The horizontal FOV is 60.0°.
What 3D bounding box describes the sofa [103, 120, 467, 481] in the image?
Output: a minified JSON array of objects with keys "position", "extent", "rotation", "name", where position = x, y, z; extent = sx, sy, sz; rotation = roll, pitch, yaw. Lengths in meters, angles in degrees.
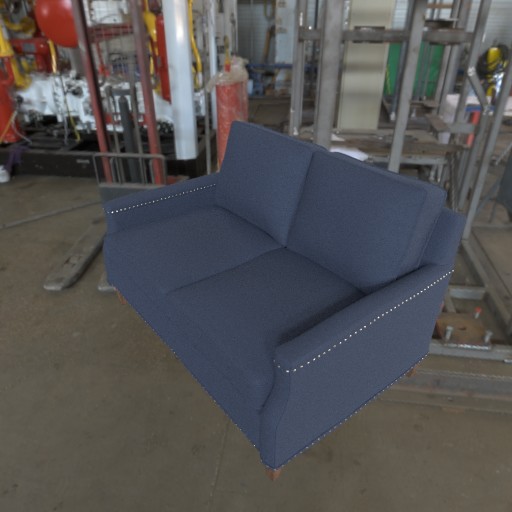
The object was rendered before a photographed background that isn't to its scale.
[{"position":[0.000,0.000,2.244],"extent":[1.084,1.003,1.597],"rotation":[-22,37,-32],"name":"sofa"}]
